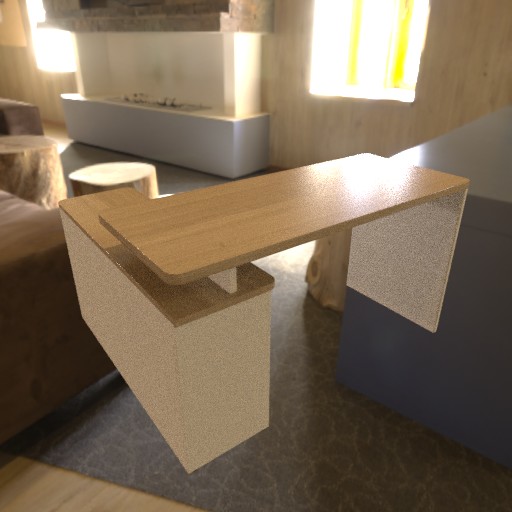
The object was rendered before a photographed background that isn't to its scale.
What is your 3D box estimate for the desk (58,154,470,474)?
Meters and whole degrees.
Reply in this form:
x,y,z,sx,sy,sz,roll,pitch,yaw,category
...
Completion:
x,y,z,sx,sy,sz,roll,pitch,yaw,category
0.000,0.000,2.083,1.400,0.770,1.175,-18,32,-32,desk
